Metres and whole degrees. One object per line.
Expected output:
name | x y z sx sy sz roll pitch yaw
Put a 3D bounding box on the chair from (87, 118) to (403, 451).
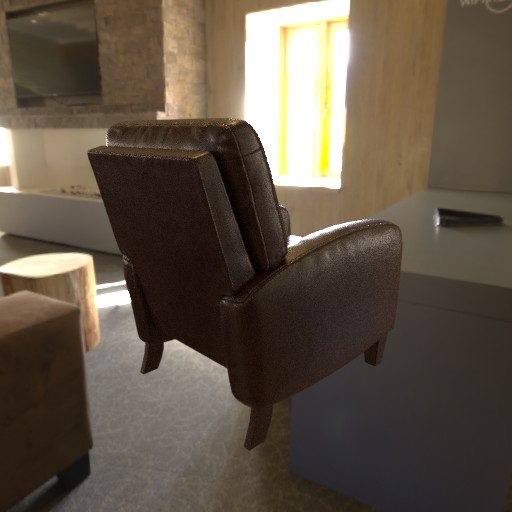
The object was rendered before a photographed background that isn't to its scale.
chair | 0.000 0.000 1.698 0.990 0.990 0.762 -15 22 -42
